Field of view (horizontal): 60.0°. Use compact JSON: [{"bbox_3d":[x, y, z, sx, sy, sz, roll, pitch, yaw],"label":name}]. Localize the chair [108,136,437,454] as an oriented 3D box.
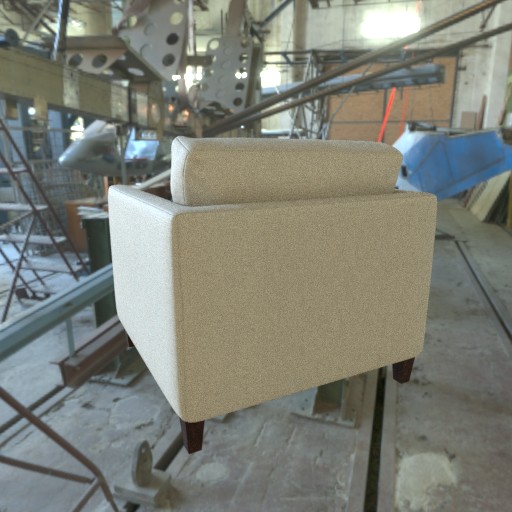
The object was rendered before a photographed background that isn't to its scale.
[{"bbox_3d":[0.000,0.000,1.790,0.996,0.919,0.959,-7,16,-27],"label":"chair"}]
